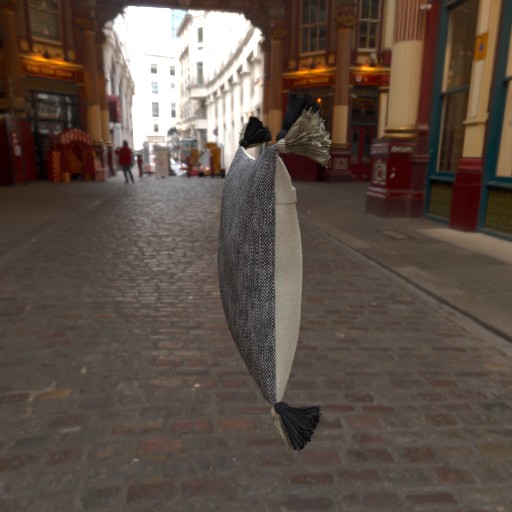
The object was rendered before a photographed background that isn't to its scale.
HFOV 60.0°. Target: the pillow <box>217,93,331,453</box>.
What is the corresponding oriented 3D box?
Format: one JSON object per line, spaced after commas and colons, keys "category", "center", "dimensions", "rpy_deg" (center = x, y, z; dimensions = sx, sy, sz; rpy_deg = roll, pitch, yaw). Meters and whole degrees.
{"category": "pillow", "center": [0.000, 0.000, 1.012], "dimensions": [0.170, 0.659, 0.654], "rpy_deg": [-2, 14, -9]}
